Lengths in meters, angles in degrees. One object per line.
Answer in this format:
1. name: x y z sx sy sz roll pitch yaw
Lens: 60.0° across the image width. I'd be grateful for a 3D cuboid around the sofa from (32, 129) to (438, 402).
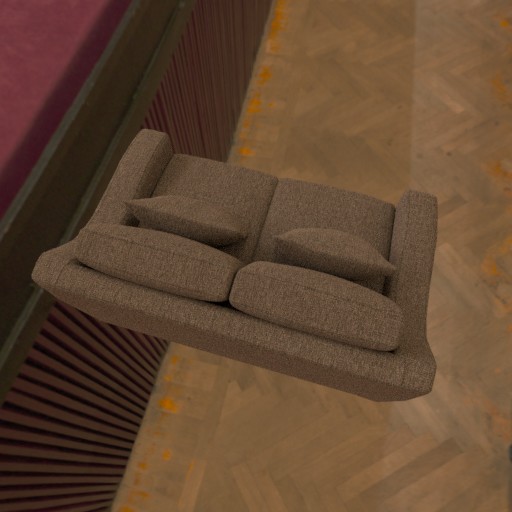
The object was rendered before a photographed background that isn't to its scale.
1. sofa: 0.000 0.000 2.355 1.778 0.991 1.120 15 65 7
